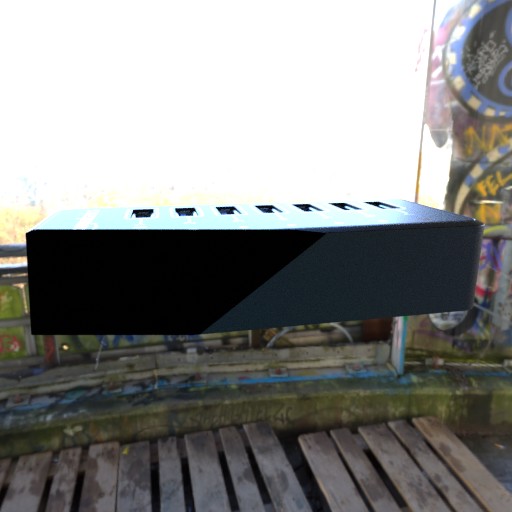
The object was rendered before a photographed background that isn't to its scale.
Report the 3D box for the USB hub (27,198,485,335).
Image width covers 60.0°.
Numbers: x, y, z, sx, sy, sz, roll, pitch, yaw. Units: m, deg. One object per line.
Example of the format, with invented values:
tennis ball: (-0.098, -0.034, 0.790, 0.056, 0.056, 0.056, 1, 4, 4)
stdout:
USB hub: (0.000, 0.000, 0.121, 0.110, 0.023, 0.044, -3, 16, -11)
